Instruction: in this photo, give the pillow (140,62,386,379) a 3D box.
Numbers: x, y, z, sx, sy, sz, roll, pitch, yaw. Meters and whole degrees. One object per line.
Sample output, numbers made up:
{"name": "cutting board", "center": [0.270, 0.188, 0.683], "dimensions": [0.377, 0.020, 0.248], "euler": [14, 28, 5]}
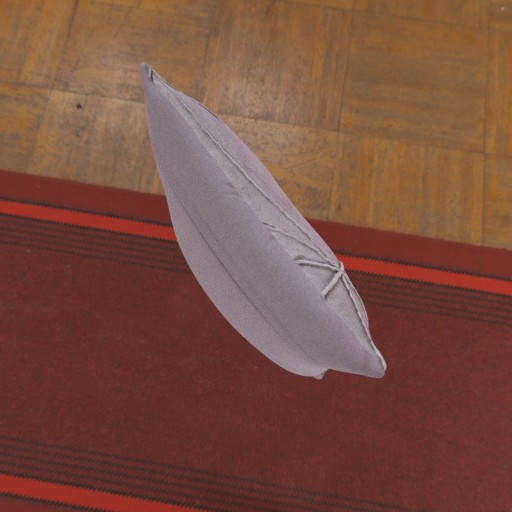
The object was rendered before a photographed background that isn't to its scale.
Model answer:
{"name": "pillow", "center": [0.000, 0.000, 0.667], "dimensions": [0.185, 0.440, 0.439], "euler": [-35, 78, -8]}
